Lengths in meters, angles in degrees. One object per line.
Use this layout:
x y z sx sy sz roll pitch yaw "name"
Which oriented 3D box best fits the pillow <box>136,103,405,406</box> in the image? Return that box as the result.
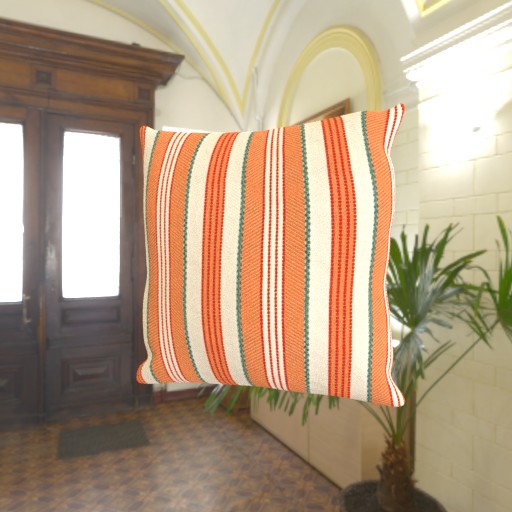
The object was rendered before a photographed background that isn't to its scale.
0.000 0.000 0.689 0.440 0.441 0.182 0 0 19 "pillow"
